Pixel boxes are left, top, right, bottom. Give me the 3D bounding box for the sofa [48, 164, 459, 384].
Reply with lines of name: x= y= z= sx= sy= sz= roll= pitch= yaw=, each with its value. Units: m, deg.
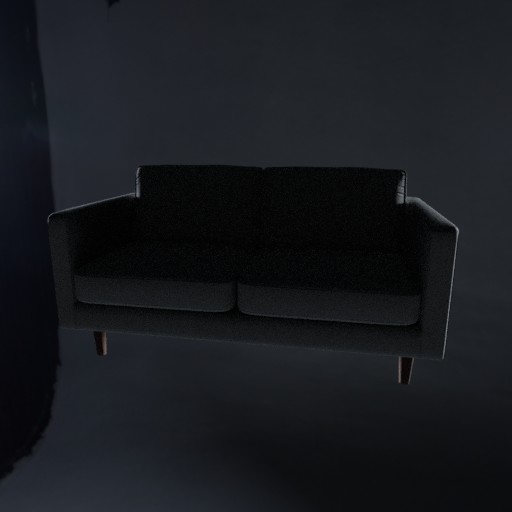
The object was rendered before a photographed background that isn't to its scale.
sofa: x=0.000 y=0.000 z=2.310 sx=1.731 sy=0.900 sz=1.000 roll=3 pitch=15 yaw=10
